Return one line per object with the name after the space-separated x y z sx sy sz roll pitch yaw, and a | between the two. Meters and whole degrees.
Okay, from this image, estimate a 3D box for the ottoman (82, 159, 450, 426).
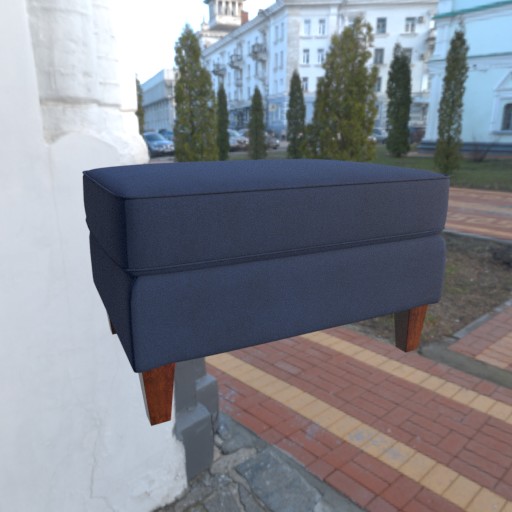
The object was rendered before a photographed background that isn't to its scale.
0.000 0.000 1.417 0.965 0.584 0.686 -8 18 -25 | ottoman
